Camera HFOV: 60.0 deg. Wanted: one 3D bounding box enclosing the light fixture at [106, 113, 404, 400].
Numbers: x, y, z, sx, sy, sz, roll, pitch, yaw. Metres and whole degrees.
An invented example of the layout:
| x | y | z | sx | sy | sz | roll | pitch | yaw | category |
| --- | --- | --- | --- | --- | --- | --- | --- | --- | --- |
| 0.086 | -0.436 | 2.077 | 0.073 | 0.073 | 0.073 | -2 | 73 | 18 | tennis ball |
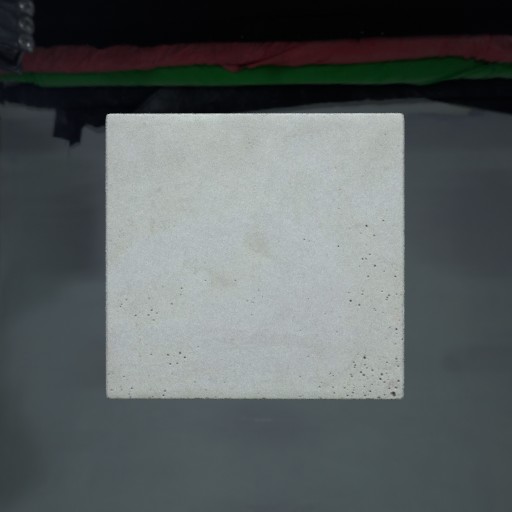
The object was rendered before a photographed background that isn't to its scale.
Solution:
| x | y | z | sx | sy | sz | roll | pitch | yaw | category |
| --- | --- | --- | --- | --- | --- | --- | --- | --- | --- |
| 0.000 | 0.000 | 0.237 | 0.121 | 0.121 | 0.143 | 0 | 0 | 0 | light fixture |
